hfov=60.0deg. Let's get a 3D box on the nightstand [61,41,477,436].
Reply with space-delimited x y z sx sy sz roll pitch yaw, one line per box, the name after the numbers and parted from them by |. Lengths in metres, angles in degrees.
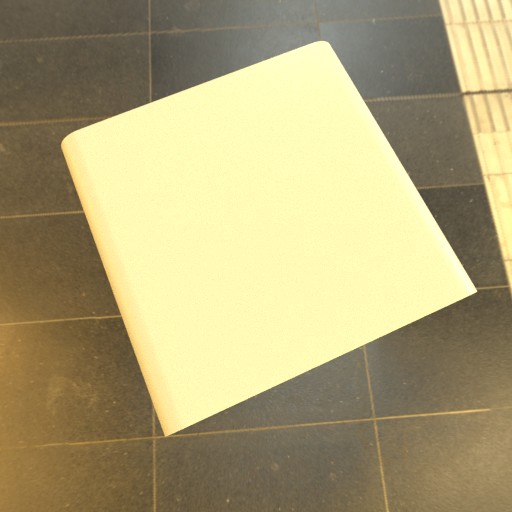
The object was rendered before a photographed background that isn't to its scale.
0.000 0.000 0.751 0.399 0.447 0.404 -23 75 -7 | nightstand
